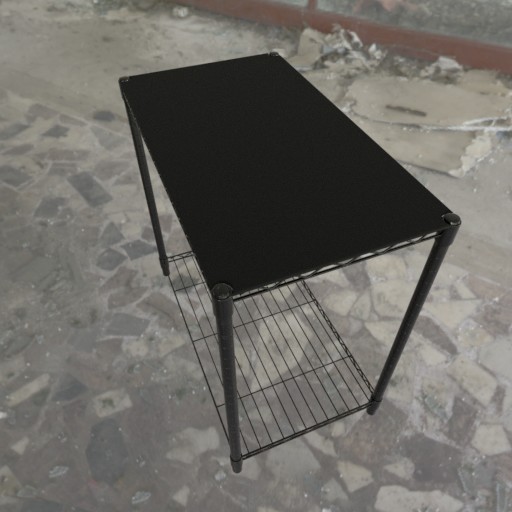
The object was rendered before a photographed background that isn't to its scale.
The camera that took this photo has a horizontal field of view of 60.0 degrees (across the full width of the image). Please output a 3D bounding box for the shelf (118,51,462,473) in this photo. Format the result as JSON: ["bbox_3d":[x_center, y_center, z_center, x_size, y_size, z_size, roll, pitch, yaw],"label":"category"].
[{"bbox_3d":[0.000,0.000,0.910,0.338,0.564,0.589,-17,48,-15],"label":"shelf"}]
